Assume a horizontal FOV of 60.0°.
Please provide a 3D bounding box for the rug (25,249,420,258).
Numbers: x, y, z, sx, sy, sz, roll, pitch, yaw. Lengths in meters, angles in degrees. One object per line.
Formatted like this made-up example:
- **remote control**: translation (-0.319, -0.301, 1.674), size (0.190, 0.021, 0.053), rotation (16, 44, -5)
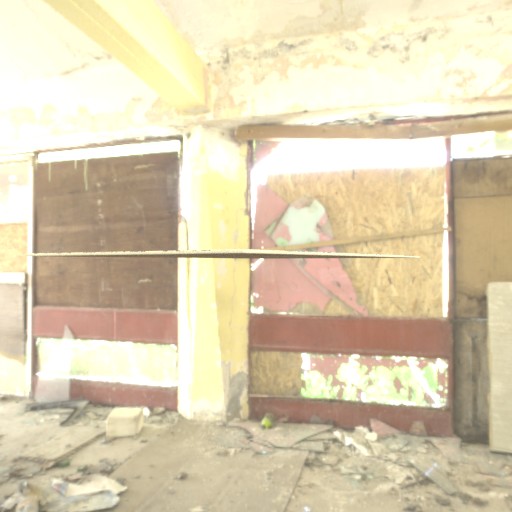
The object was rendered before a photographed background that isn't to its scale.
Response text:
- **rug**: translation (0.000, 0.000, 2.357), size (1.213, 0.012, 1.831), rotation (-1, -1, 35)
